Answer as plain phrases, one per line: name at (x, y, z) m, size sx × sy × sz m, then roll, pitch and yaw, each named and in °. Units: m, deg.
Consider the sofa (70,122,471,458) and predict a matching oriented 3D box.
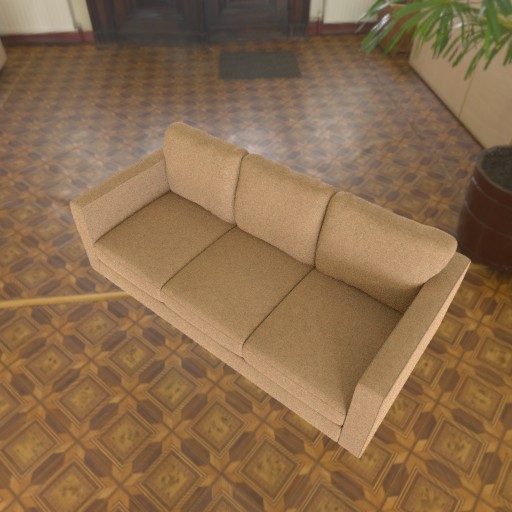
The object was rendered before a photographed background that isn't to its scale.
sofa at (0.000, 0.000, 2.348) m, size 1.855 × 0.800 × 0.930 m, roll 29°, pitch 52°, yaw 26°
